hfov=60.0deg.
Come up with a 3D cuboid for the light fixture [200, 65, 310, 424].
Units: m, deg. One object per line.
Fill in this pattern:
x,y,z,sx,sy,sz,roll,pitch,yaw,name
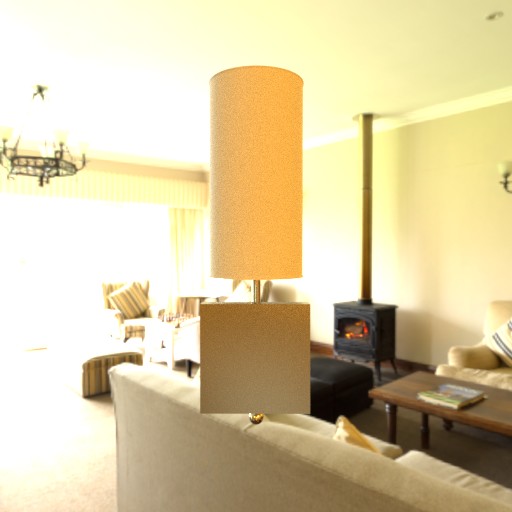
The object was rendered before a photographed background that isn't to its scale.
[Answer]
0.000,0.000,0.563,0.128,0.462,0.208,0,1,0,light fixture
